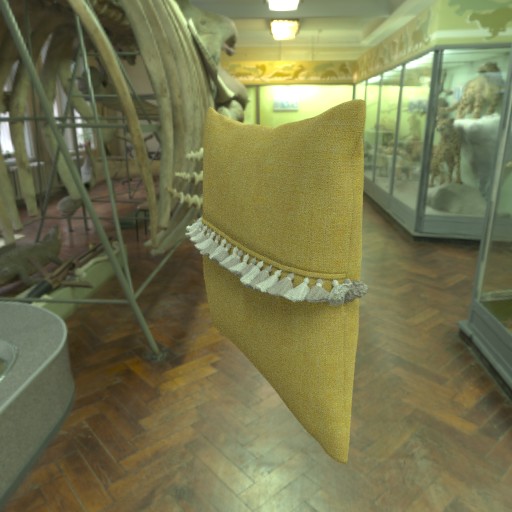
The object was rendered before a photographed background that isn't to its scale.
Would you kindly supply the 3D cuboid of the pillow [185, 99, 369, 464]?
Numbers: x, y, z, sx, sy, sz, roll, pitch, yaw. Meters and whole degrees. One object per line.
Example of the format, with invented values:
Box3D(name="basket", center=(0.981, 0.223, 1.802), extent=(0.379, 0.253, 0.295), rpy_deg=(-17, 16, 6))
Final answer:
Box3D(name="pillow", center=(0.000, 0.000, 0.740), extent=(0.167, 0.481, 0.485), rpy_deg=(-9, 19, -25))
